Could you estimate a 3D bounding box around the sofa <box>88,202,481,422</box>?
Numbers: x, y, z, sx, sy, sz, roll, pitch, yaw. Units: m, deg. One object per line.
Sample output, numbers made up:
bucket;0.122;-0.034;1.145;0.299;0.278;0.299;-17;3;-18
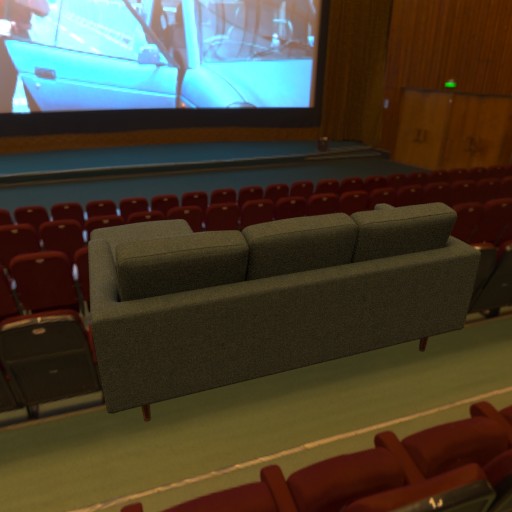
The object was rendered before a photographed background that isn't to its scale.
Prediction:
sofa;0.000;0.000;2.927;2.055;0.957;1.667;-9;26;-18
